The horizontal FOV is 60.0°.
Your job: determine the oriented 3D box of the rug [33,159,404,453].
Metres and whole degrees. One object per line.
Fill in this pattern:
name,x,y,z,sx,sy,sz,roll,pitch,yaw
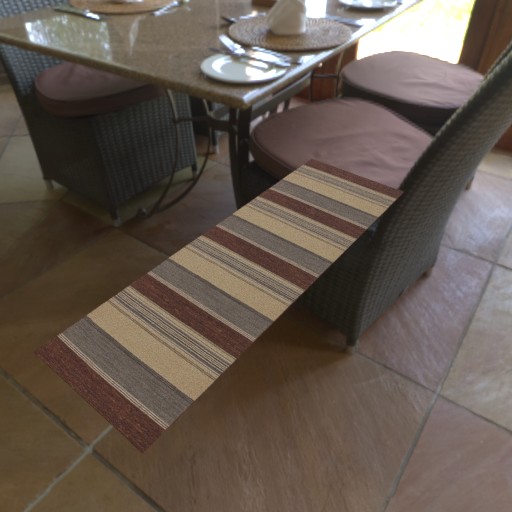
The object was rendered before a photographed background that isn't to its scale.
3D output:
rug,0.000,0.000,2.664,0.792,0.006,2.437,27,48,28
